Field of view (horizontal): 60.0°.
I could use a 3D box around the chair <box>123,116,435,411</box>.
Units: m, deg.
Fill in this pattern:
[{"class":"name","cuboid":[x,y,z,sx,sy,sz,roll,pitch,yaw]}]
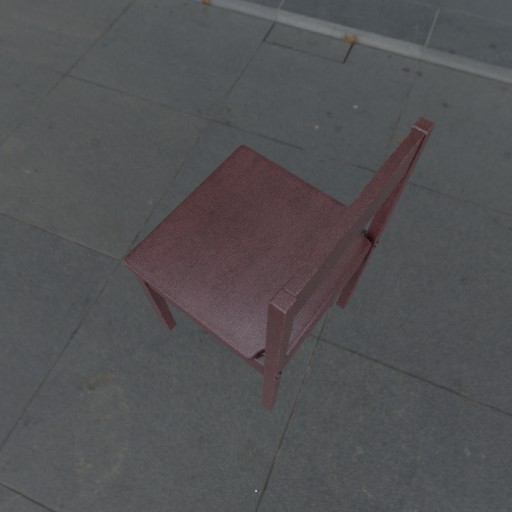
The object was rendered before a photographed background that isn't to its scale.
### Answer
[{"class":"chair","cuboid":[0.000,0.000,0.894,0.361,0.668,0.367,34,67,17]}]
